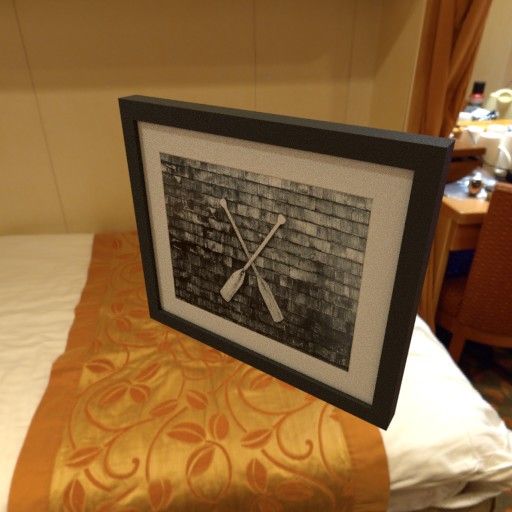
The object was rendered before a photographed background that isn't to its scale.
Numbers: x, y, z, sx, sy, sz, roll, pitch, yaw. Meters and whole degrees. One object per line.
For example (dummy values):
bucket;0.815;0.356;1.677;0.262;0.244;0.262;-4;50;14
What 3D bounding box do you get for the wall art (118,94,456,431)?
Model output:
wall art;0.000;0.000;0.532;0.381;0.330;0.029;18;34;29
